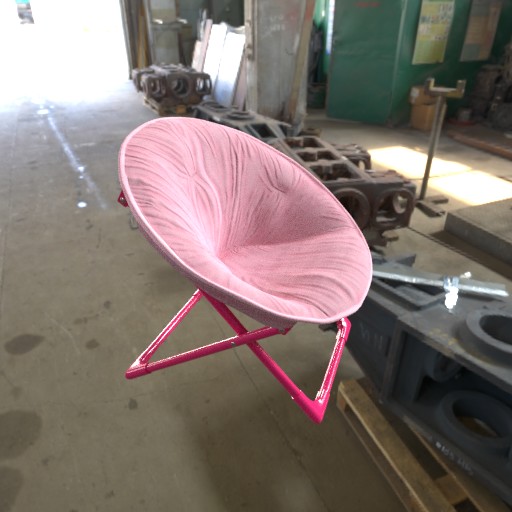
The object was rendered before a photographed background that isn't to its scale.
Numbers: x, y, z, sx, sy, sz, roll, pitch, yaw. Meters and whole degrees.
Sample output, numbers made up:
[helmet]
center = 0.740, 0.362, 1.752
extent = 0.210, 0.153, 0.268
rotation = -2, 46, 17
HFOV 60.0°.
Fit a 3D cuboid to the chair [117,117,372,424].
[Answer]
[chair]
center = 0.000, 0.000, 0.896
extent = 0.459, 0.494, 0.522
rotation = 11, 32, 18
